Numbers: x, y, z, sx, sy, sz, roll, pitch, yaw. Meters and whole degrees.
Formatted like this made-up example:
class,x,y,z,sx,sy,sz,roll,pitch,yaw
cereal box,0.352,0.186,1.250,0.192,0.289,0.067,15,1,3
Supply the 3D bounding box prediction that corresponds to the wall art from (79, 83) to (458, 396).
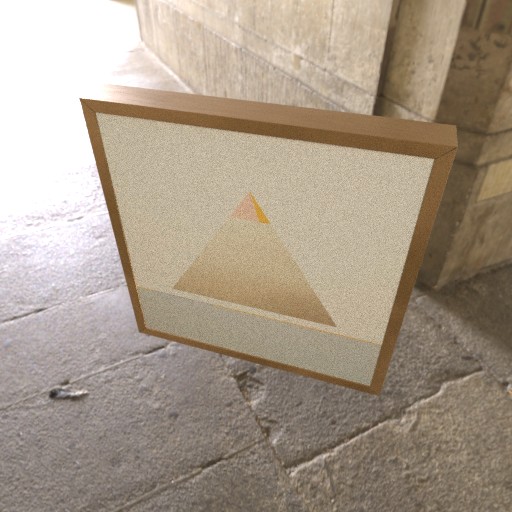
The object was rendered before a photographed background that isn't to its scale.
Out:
class,x,y,z,sx,sy,sz,roll,pitch,yaw
wall art,0.000,0.000,0.453,0.305,0.303,0.038,12,41,14
